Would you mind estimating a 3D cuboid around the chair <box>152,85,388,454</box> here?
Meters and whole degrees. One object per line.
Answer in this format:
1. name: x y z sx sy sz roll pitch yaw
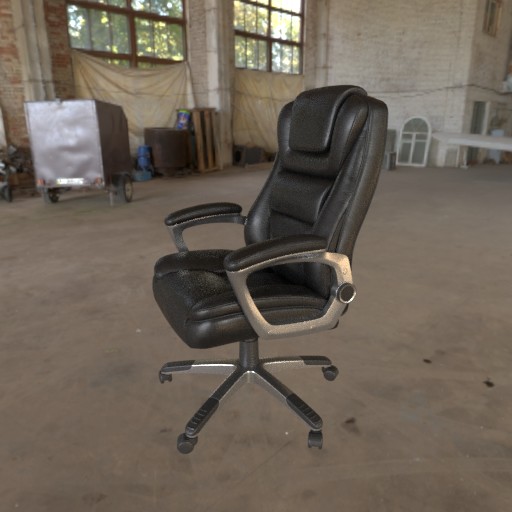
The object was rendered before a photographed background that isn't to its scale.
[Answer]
1. chair: 0.000 0.000 1.469 0.689 1.075 0.697 -8 19 -25
